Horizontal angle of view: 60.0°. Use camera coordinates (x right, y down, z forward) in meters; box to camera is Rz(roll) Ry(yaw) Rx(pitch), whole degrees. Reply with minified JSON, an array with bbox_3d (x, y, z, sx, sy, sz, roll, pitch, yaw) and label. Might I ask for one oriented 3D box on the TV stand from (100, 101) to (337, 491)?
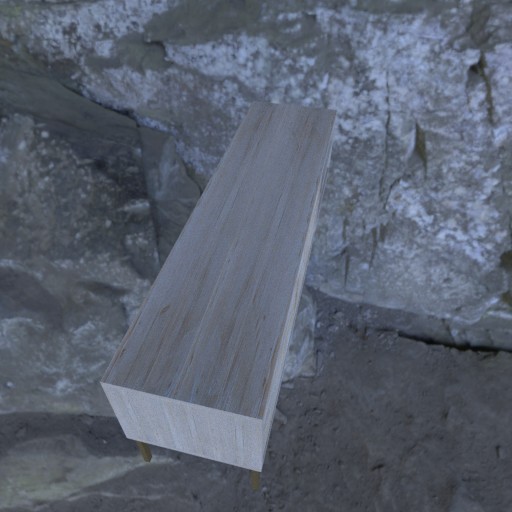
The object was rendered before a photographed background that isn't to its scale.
[{"bbox_3d":[0.000,0.000,1.825,0.420,0.550,1.600,10,46,10],"label":"TV stand"}]
